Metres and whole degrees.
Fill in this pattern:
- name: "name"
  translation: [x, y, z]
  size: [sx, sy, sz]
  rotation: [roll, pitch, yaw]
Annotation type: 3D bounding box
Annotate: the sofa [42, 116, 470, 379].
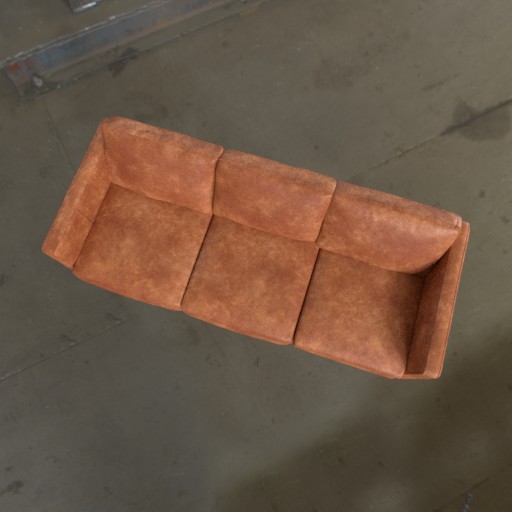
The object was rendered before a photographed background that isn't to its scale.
- name: "sofa"
  translation: [0.000, 0.000, 2.980]
  size: [2.464, 1.006, 1.045]
  rotation: [17, 75, 5]
